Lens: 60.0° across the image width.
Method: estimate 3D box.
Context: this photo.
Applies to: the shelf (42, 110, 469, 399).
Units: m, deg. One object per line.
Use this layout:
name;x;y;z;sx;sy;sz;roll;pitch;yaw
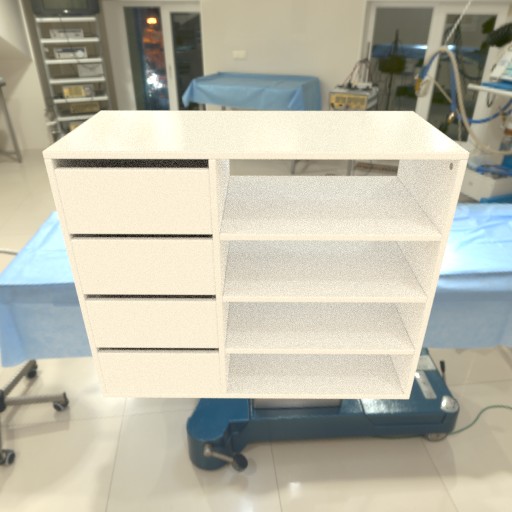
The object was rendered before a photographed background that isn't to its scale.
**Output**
shelf;0.000;0.000;1.280;0.895;0.732;0.396;0;30;0
